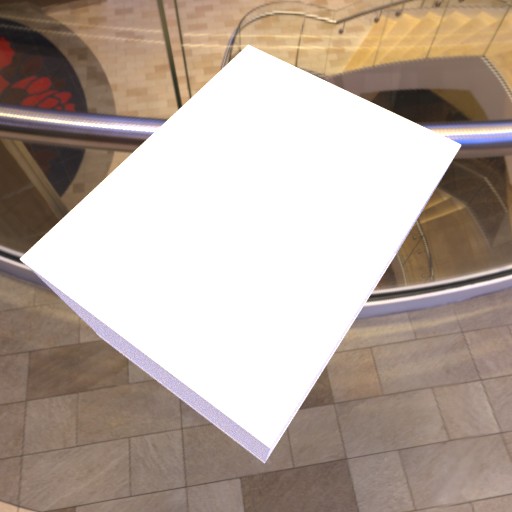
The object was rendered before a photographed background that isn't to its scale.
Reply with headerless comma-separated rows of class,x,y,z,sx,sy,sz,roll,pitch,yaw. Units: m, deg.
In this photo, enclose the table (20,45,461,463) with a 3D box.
table,0.000,0.000,0.785,0.399,0.357,0.517,32,67,15
